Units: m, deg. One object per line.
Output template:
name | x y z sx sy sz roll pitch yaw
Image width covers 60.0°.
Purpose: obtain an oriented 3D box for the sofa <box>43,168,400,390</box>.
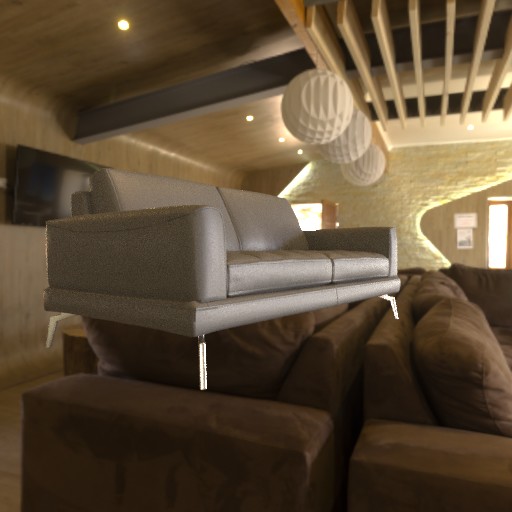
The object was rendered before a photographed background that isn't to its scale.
sofa | 0.000 0.000 2.742 1.121 0.930 2.177 1 1 37
